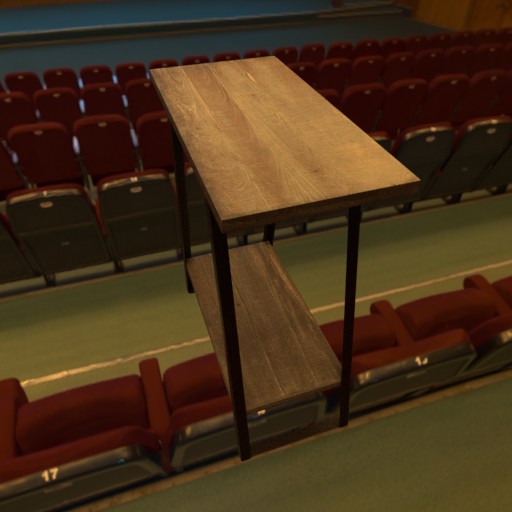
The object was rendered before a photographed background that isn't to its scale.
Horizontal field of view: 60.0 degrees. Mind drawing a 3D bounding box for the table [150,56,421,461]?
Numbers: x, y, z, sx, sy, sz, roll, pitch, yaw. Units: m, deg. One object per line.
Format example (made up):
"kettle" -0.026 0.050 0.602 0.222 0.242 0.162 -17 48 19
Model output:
"table" 0.000 0.000 1.047 0.300 0.701 0.599 -13 43 -14
